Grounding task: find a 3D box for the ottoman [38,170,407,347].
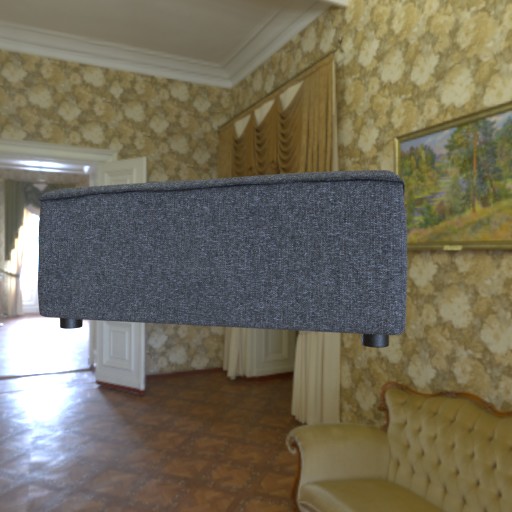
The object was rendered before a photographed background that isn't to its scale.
[{"bbox_3d":[0.000,0.000,1.585,1.017,0.423,1.021,0,0,18],"label":"ottoman"}]
